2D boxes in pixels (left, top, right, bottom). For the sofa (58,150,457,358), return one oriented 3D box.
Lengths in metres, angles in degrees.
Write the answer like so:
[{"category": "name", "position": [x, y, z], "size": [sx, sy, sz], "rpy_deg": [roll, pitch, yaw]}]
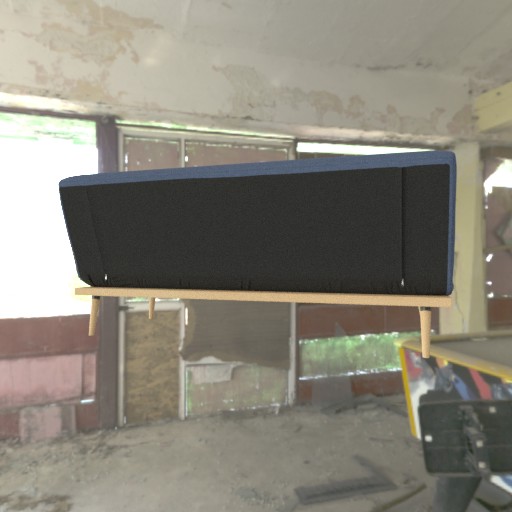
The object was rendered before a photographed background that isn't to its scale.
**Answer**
[{"category": "sofa", "position": [0.000, 0.000, 2.233], "size": [1.800, 0.800, 0.796], "rpy_deg": [0, 0, 18]}]
